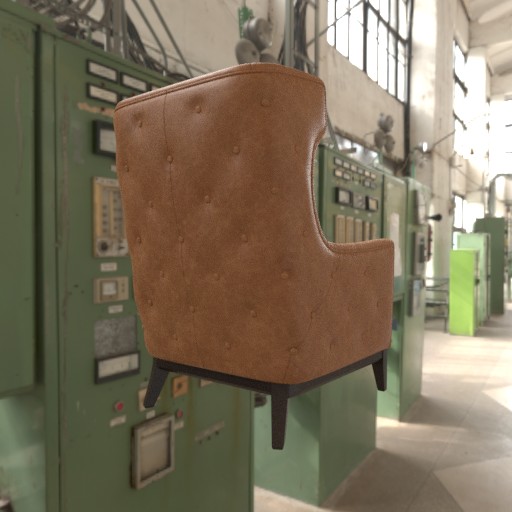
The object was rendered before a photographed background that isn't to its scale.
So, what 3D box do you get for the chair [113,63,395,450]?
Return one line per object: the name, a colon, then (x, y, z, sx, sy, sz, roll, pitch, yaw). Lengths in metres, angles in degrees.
chair: (0.000, 0.000, 1.640, 0.766, 1.079, 0.899, 1, 1, 36)
